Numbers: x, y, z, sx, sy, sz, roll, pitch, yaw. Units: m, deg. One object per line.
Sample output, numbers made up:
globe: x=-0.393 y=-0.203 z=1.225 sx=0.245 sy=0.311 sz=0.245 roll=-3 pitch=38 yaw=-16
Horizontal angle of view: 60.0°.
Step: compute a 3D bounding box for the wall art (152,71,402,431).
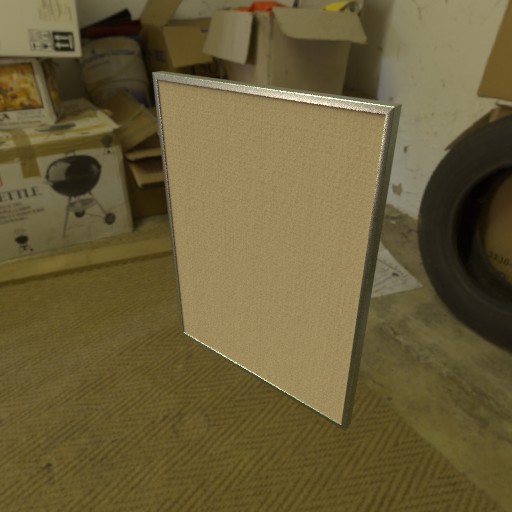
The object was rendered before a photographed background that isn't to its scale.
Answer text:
wall art: x=0.000 y=0.000 z=1.461 sx=0.803 sy=1.062 sz=0.041 roll=22 pitch=37 yaw=33
